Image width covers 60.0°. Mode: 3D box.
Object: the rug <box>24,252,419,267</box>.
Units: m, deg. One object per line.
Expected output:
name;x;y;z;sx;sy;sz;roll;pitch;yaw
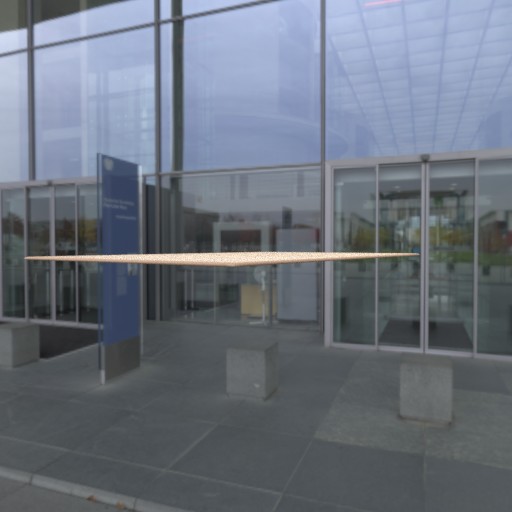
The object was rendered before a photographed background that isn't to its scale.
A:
rug;0.000;0.000;2.112;1.061;0.012;1.668;1;2;36
